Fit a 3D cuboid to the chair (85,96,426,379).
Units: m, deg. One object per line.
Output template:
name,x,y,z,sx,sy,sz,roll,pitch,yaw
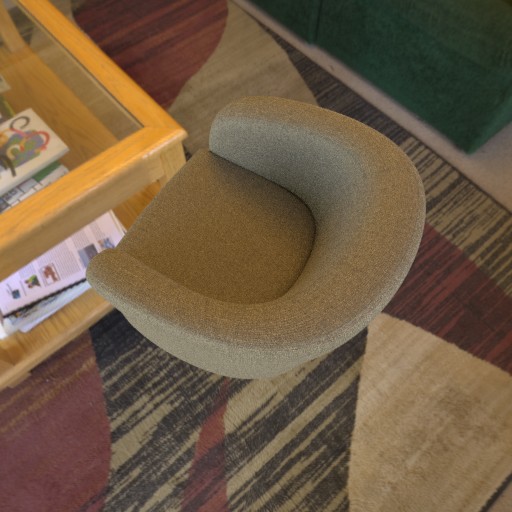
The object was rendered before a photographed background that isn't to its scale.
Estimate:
chair,0.000,0.000,1.414,0.815,0.771,0.791,28,67,14
